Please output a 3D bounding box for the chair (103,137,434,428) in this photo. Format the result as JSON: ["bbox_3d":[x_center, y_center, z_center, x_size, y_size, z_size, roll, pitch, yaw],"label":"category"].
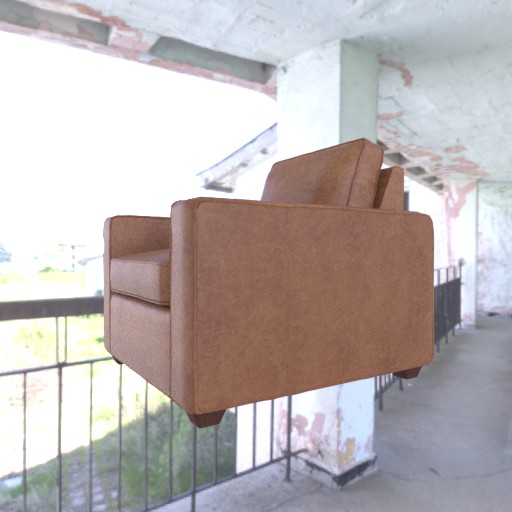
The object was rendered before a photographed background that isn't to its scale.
[{"bbox_3d":[0.000,0.000,1.763,1.027,0.901,0.987,-1,1,-35],"label":"chair"}]
